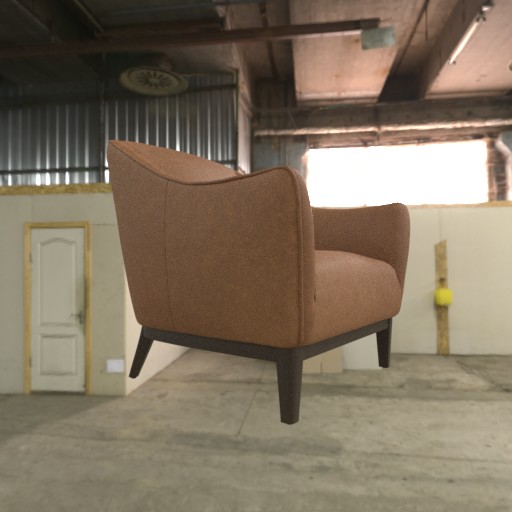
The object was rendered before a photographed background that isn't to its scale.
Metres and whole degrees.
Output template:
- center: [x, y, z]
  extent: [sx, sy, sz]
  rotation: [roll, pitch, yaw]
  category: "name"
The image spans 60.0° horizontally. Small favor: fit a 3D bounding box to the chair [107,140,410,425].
- center: [0.000, 0.000, 1.572]
  extent: [0.852, 0.830, 0.871]
  rotation: [0, 0, 36]
  category: "chair"
